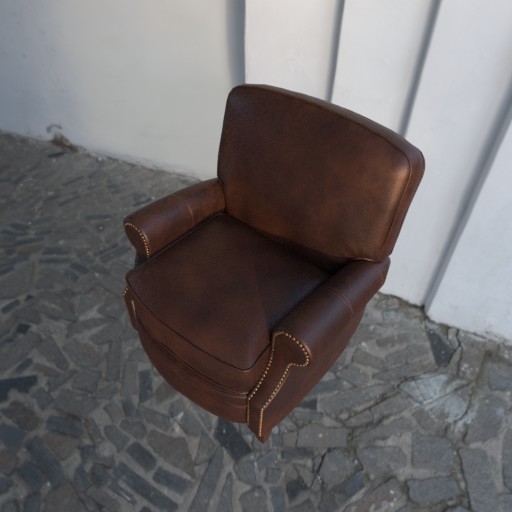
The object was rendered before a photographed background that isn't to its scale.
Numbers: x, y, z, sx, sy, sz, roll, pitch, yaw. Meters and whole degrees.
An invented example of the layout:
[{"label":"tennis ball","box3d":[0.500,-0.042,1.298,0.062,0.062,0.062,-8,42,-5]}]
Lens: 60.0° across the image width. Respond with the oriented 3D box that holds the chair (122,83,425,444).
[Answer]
[{"label":"chair","box3d":[0.000,0.000,1.730,0.936,1.018,0.986,32,53,28]}]
